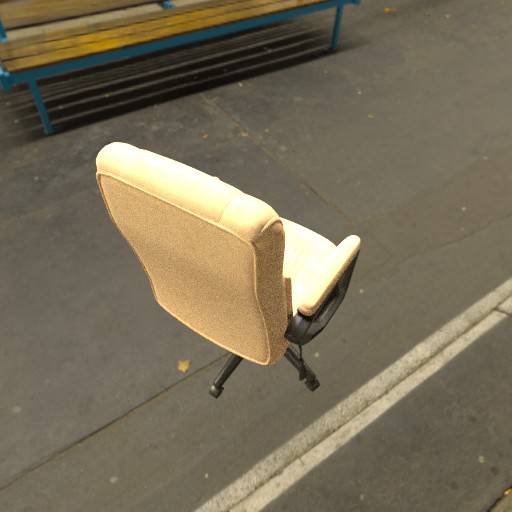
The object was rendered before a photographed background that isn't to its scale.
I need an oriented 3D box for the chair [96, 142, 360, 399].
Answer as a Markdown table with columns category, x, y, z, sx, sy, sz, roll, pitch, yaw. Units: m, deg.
| category | x | y | z | sx | sy | sz | roll | pitch | yaw |
| --- | --- | --- | --- | --- | --- | --- | --- | --- | --- |
| chair | 0.000 | 0.000 | 1.540 | 0.667 | 1.105 | 0.724 | 26 | 52 | 22 |
